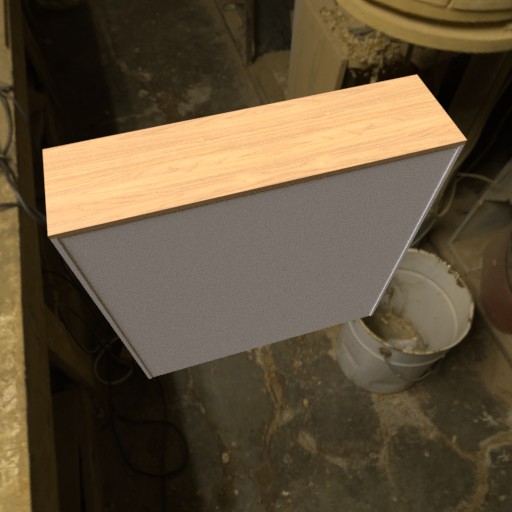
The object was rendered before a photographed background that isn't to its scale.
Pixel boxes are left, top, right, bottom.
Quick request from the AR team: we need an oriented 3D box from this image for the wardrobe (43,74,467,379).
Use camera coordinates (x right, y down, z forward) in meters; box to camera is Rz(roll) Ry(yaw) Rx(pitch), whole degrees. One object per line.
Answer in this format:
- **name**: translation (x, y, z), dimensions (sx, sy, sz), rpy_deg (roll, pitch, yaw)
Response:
- **wardrobe**: translation (0.000, 0.000, 3.298), dimensions (2.160, 2.260, 0.590), rpy_deg (-14, 59, -9)
